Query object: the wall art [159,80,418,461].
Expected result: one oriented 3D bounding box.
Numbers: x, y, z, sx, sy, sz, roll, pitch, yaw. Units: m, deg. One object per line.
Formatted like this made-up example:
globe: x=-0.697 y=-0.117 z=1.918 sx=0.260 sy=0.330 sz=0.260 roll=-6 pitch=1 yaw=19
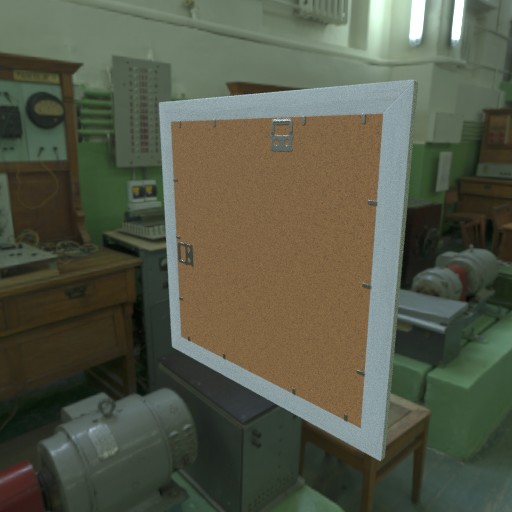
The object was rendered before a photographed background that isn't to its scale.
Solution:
wall art: x=0.000 y=0.000 z=0.849 sx=0.584 sy=0.584 sz=0.013 roll=14 pitch=21 yaw=43
